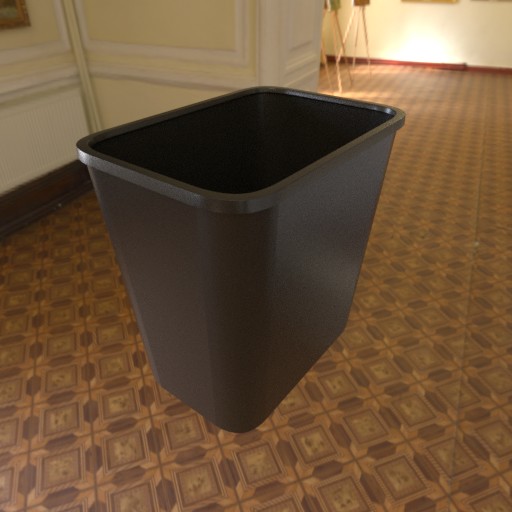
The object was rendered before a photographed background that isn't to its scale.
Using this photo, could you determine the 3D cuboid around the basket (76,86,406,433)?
[{"bbox_3d":[0.000,0.000,0.518,0.211,0.307,0.300,23,40,31],"label":"basket"}]
